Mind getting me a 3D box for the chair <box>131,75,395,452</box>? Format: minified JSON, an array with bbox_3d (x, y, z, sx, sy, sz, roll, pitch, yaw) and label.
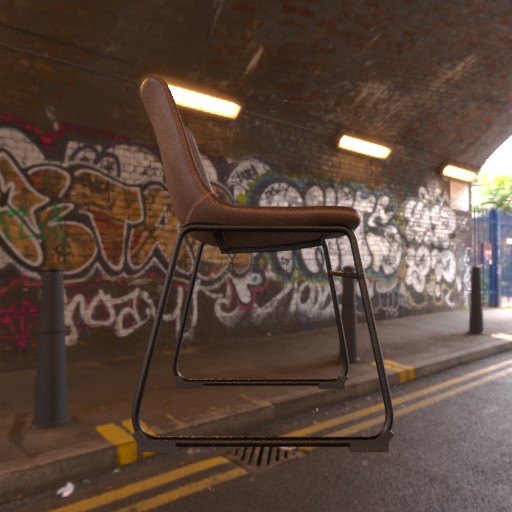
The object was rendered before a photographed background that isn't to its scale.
[{"bbox_3d":[0.000,0.000,1.108,0.551,0.780,0.460,0,-1,0],"label":"chair"}]
